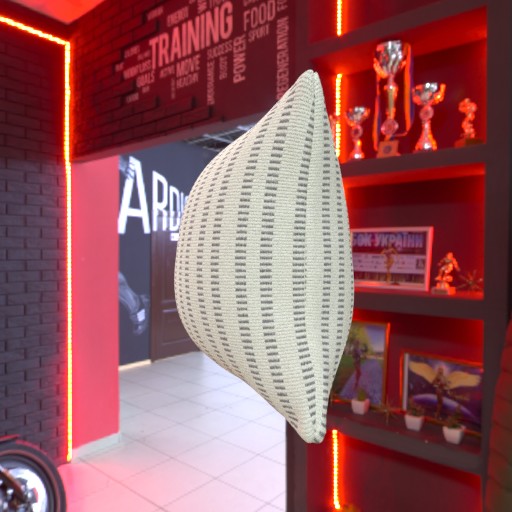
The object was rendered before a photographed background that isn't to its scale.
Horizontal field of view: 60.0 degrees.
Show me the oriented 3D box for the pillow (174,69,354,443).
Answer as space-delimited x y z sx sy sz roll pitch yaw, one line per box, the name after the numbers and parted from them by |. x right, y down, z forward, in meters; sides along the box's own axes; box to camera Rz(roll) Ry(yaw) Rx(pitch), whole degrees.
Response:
0.000 0.000 0.695 0.247 0.419 0.438 0 1 -18 | pillow
